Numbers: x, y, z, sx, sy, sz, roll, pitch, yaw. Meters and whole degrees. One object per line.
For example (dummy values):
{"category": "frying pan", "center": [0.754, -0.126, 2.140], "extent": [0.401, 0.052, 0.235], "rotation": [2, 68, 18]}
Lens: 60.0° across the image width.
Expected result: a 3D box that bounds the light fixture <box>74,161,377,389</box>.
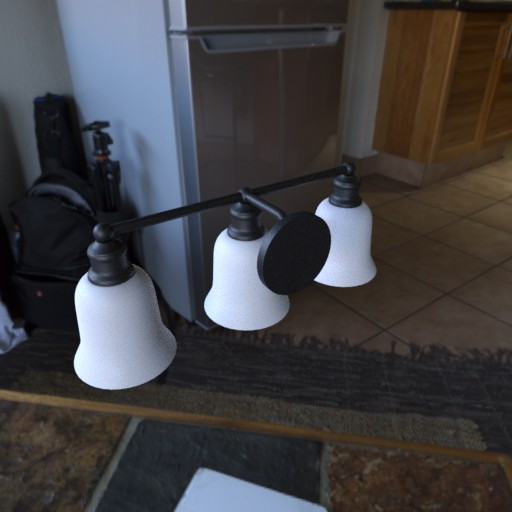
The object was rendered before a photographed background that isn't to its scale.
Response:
{"category": "light fixture", "center": [0.000, 0.000, 0.683], "extent": [0.570, 0.211, 0.198], "rotation": [-19, 35, -30]}
